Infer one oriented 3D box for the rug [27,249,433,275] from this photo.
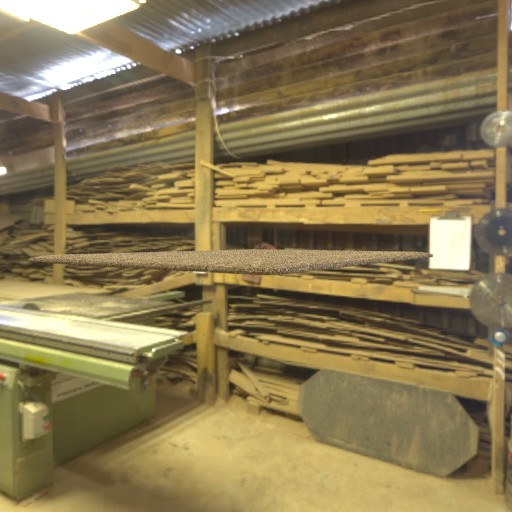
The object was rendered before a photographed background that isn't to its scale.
[{"bbox_3d":[0.000,0.000,3.792,2.242,0.050,2.873,1,3,36],"label":"rug"}]
